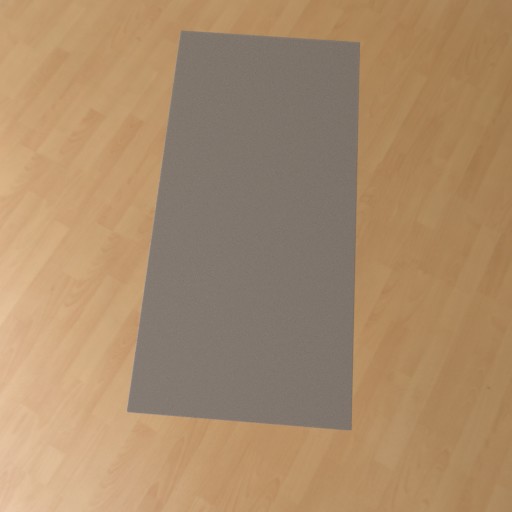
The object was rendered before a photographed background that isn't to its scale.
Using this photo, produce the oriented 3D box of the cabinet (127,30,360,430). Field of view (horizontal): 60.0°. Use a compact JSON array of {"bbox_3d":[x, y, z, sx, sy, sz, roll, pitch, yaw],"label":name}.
[{"bbox_3d":[0.000,0.000,1.253,0.396,0.780,0.801,4,76,1],"label":"cabinet"}]
